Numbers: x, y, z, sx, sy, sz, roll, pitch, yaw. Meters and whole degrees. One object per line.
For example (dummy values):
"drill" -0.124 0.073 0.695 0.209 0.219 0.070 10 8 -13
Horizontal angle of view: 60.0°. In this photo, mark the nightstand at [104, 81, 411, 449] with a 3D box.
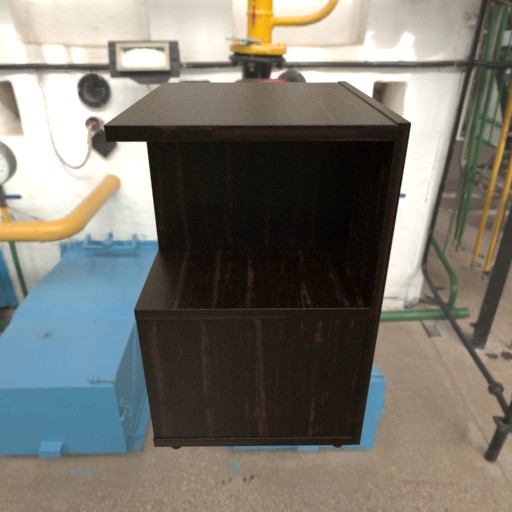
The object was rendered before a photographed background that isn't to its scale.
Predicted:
"nightstand" 0.000 0.000 0.818 0.356 0.559 0.400 0 28 -1
